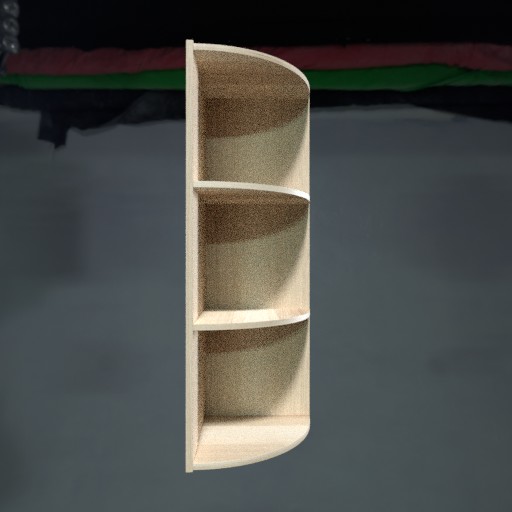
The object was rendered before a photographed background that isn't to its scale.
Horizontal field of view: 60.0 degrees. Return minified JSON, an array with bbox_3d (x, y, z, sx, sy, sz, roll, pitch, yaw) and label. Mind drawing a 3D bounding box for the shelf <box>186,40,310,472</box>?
[{"bbox_3d":[0.000,0.000,1.042,0.290,0.872,0.290,0,0,-1],"label":"shelf"}]
